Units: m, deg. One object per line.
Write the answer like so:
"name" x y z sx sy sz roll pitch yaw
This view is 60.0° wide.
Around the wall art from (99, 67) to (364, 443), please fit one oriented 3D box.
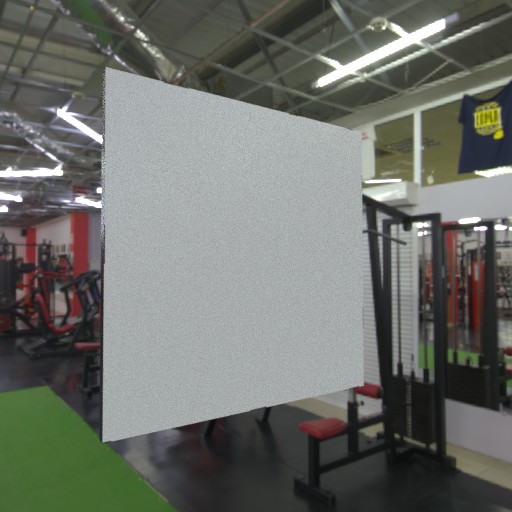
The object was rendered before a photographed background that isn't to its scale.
"wall art" 0.000 0.000 0.655 0.446 0.445 0.014 1 -2 -35
